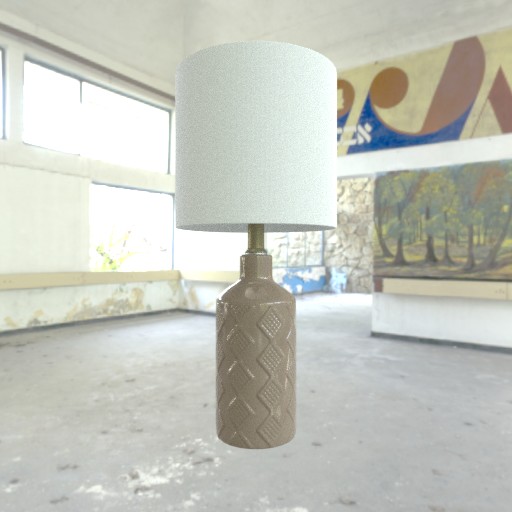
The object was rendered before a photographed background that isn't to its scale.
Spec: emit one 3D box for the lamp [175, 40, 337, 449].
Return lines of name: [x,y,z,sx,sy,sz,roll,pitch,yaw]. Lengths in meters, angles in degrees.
lamp: [0.000,0.000,0.577,0.207,0.461,0.207,0,0,37]
